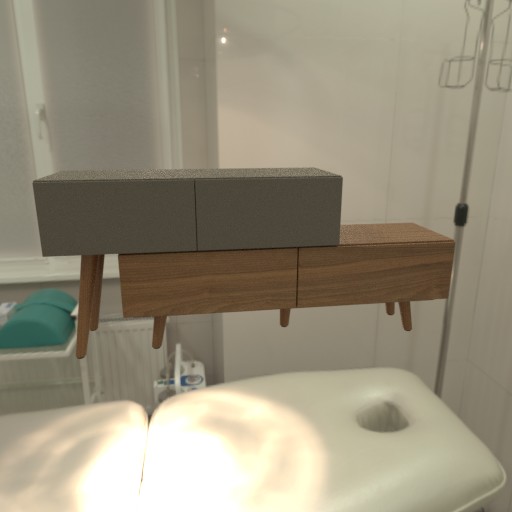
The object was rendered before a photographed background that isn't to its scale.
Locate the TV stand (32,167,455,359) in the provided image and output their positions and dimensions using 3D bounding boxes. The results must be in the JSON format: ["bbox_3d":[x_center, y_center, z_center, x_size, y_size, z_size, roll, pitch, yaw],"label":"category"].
[{"bbox_3d":[0.000,0.000,1.587,1.336,0.591,0.329,-2,16,-8],"label":"TV stand"}]
